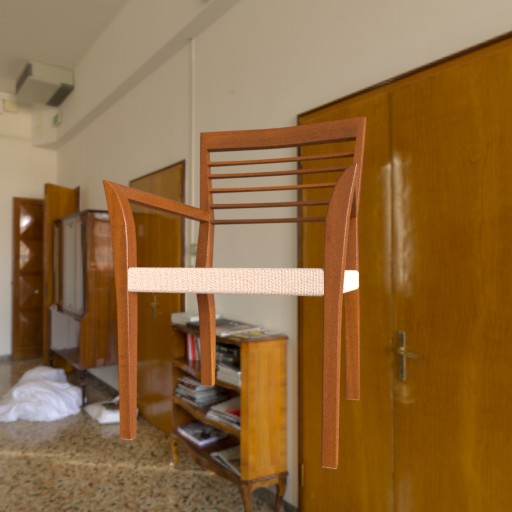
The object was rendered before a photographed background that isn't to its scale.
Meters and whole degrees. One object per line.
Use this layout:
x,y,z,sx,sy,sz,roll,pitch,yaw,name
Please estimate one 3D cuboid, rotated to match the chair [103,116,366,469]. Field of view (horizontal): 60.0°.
0.000,0.000,1.206,0.587,0.855,0.540,0,-1,18,chair
